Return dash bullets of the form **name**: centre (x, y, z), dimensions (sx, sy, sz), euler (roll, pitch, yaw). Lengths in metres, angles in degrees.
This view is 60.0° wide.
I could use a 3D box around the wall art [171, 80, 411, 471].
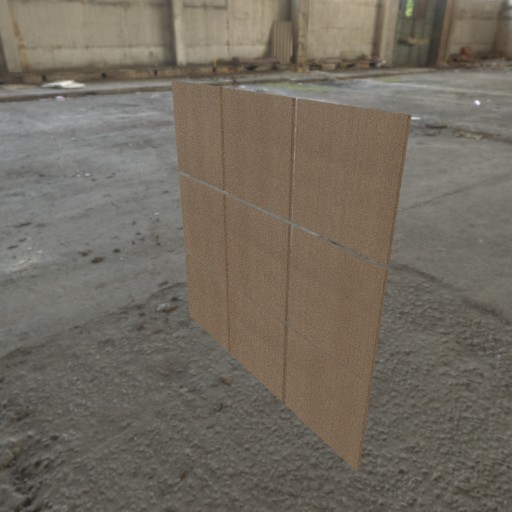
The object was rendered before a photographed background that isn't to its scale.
- **wall art**: centre (0.000, 0.000, 1.749), dimensions (0.013, 1.218, 1.219), euler (-18, 31, -32)
